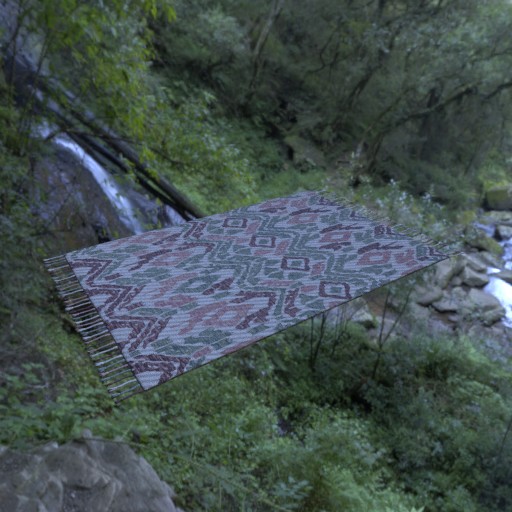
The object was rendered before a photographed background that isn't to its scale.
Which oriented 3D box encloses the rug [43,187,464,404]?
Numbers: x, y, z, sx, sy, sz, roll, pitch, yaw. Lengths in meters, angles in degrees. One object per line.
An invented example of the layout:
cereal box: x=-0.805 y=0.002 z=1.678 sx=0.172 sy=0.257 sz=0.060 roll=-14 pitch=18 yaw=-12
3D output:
rug: x=0.000 y=0.000 z=2.990 sx=2.438 sy=0.011 sz=1.524 roll=-18 pitch=34 yaw=-29
